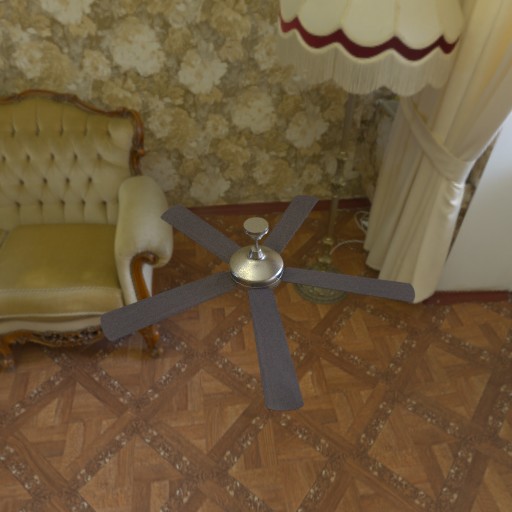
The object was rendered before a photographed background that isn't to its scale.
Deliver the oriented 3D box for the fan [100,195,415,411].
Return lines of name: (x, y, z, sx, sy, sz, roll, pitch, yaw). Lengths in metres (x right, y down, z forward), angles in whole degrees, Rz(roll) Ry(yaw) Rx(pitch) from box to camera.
fan: (0.000, 0.000, 1.983, 1.321, 0.356, 1.321, 26, 48, 26)
